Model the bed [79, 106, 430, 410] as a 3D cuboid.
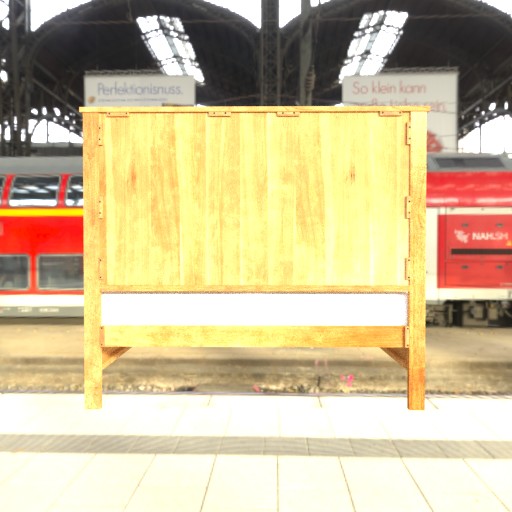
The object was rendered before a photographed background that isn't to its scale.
[{"bbox_3d":[0.000,0.000,3.558,1.936,1.686,2.201,0,1,1],"label":"bed"}]
